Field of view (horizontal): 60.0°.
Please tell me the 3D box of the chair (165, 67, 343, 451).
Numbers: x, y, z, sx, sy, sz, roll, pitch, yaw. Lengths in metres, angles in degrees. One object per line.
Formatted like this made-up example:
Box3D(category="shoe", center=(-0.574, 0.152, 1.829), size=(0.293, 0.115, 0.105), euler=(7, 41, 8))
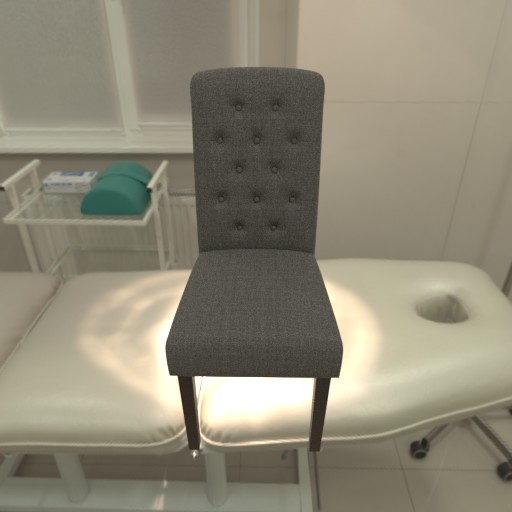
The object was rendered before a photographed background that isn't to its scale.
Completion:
Box3D(category="chair", center=(0.000, 0.000, 1.371), size=(0.456, 1.006, 0.671), euler=(0, 31, 1))
